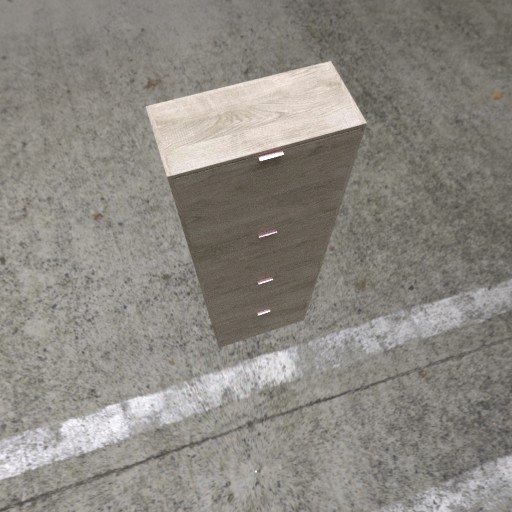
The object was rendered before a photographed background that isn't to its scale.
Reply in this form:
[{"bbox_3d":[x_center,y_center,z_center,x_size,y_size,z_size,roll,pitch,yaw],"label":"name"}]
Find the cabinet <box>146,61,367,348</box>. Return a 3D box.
[{"bbox_3d":[0.000,0.000,1.865,0.520,1.630,0.250,-17,65,-8],"label":"cabinet"}]
